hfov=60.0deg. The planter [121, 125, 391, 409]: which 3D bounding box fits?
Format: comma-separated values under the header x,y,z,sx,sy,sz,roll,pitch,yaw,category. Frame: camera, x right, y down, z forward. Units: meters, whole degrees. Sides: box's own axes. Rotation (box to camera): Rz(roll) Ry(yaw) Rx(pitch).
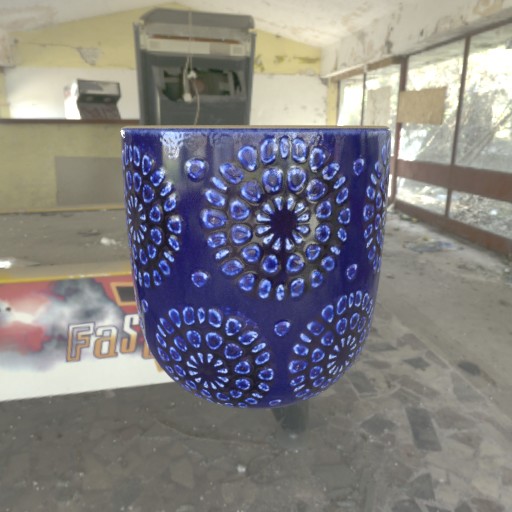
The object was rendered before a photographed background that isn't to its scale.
x,y,z,sx,sy,sz,roll,pitch,yaw,category
0.000,0.000,0.199,0.109,0.112,0.109,0,16,0,planter
